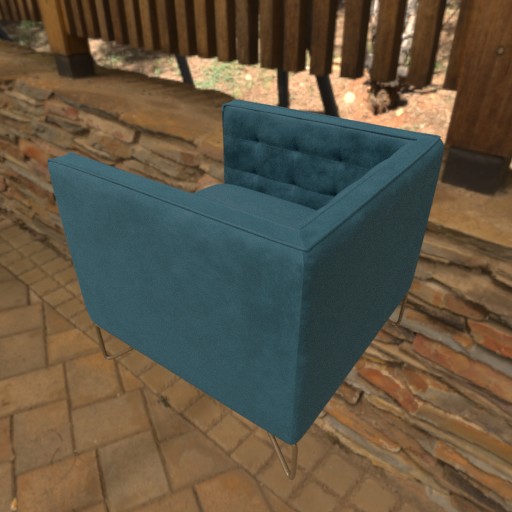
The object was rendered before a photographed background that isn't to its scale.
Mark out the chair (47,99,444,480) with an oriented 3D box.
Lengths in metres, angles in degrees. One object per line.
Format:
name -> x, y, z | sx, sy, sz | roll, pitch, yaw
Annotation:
chair -> 0.000, 0.000, 1.536 | 0.894, 0.790, 0.880 | 22, 39, 30
